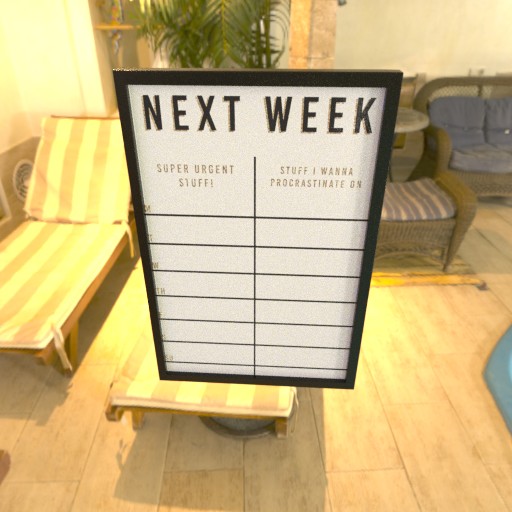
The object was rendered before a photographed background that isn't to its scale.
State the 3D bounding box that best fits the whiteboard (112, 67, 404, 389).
[{"bbox_3d":[0.000,0.000,0.780,0.406,0.611,0.026,2,30,3],"label":"whiteboard"}]
